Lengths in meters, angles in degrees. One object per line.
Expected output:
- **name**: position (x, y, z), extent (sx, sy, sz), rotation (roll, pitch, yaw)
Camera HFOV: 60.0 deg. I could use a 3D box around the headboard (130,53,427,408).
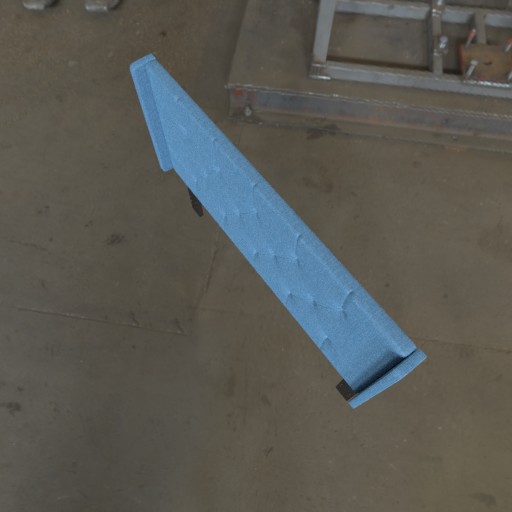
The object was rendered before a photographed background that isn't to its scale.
- **headboard**: position (0.000, 0.000, 2.716), extent (0.184, 1.524, 2.051), rotation (-34, 69, -15)
